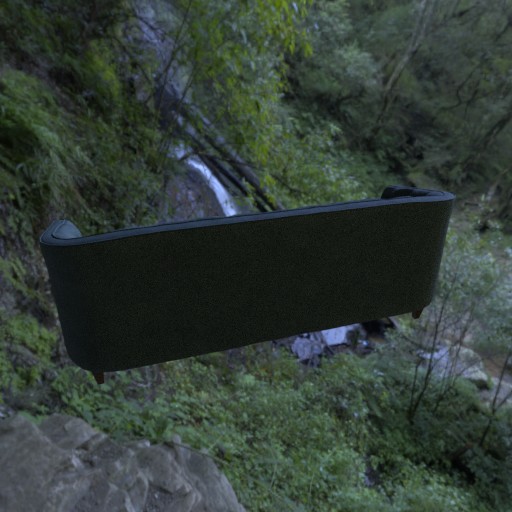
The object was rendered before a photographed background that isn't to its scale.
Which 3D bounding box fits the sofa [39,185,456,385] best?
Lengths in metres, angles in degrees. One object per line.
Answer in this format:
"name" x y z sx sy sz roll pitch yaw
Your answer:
"sofa" 0.000 0.000 2.713 2.278 0.855 0.941 -8 27 -16
